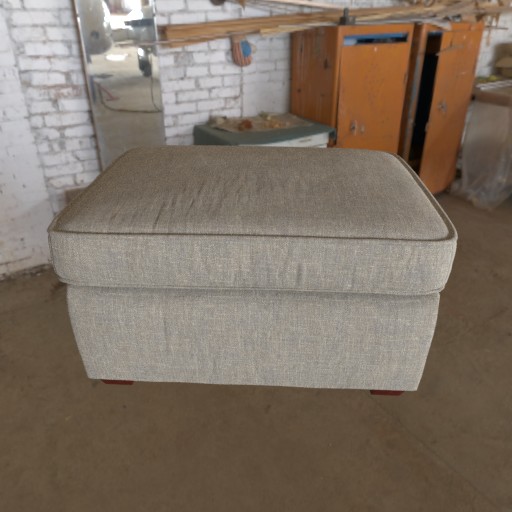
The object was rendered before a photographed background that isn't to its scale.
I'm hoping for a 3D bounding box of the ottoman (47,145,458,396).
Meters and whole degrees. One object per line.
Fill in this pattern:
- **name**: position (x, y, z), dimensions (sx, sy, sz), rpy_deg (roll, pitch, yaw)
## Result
- **ottoman**: position (0.000, 0.000, 1.092), dimensions (0.762, 0.457, 0.559), rpy_deg (1, 30, 3)
